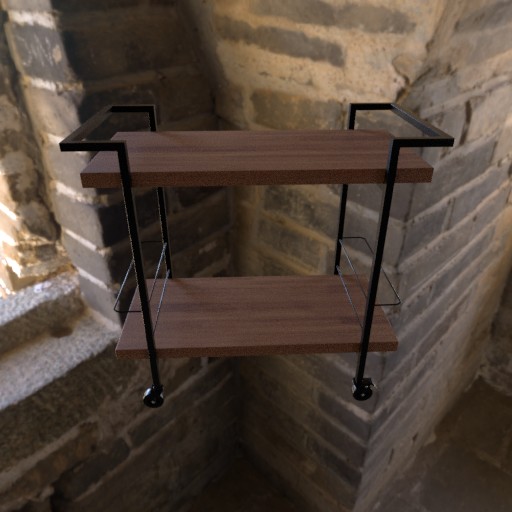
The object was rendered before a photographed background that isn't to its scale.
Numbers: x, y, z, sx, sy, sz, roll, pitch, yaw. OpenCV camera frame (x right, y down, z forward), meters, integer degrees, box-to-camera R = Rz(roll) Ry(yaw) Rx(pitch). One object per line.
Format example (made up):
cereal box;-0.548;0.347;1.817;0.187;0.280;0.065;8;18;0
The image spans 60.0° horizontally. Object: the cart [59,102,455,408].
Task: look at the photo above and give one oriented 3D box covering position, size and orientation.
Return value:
cart;0.000;0.000;1.261;0.806;0.762;0.406;-1;29;-2
